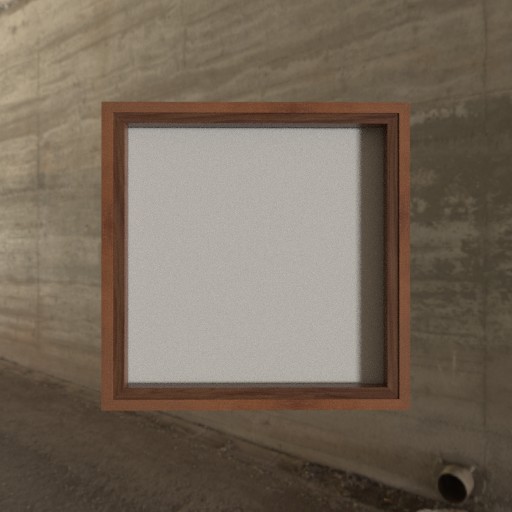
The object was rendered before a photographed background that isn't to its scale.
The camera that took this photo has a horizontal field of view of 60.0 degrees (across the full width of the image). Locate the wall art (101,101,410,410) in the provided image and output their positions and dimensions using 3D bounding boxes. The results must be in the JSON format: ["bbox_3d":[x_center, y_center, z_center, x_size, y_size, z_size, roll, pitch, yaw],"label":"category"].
[{"bbox_3d":[0.000,0.000,0.596,0.403,0.403,0.035,0,0,0],"label":"wall art"}]
